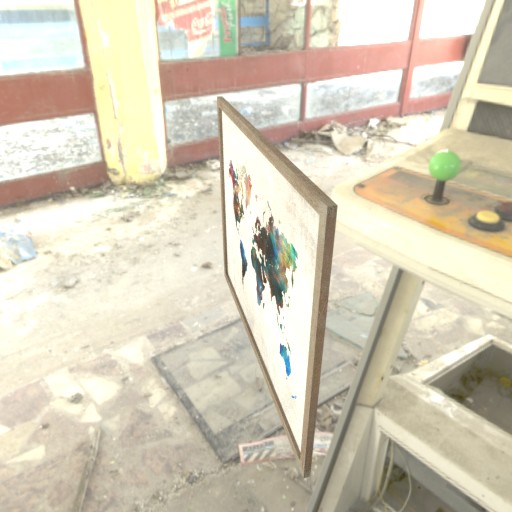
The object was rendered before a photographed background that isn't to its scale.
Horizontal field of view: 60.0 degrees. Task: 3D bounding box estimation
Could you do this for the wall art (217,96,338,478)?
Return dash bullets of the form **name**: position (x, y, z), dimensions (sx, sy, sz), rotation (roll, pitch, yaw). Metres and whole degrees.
- **wall art**: position (0.000, 0.000, 1.388), dimensions (0.019, 0.774, 1.012), rotation (-8, 31, -13)
